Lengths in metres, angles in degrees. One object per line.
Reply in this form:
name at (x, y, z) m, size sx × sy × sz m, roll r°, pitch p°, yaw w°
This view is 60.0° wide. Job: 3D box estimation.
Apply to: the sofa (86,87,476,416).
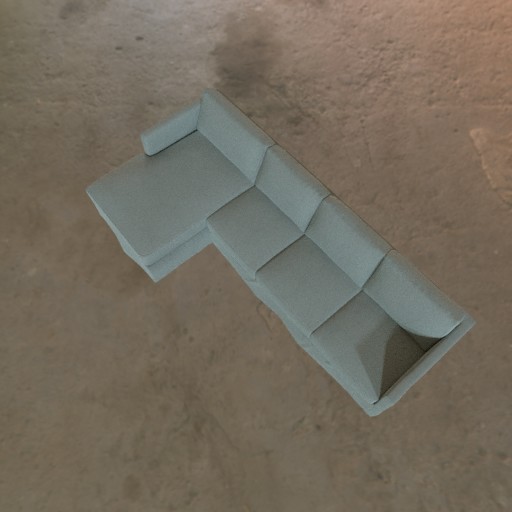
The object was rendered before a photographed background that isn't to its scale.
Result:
sofa at (0.000, 0.000, 3.864) m, size 1.650 × 0.922 × 3.205 m, roll -37°, pitch 69°, yaw -17°
